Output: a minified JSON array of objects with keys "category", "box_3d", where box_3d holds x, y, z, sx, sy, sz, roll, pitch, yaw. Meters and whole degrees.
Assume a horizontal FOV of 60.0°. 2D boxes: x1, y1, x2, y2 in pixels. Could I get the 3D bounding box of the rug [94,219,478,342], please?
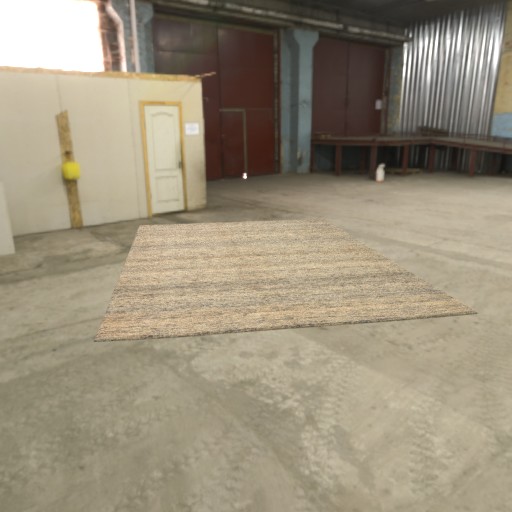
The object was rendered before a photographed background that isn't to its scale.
[{"category":"rug","box_3d":[0.000,0.000,4.225,2.414,0.036,3.199,-3,16,-9]}]
